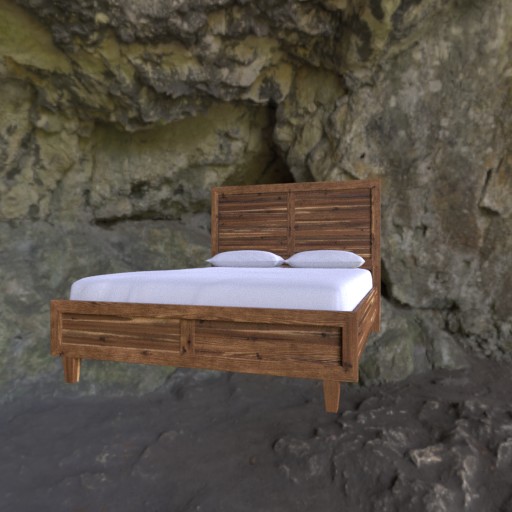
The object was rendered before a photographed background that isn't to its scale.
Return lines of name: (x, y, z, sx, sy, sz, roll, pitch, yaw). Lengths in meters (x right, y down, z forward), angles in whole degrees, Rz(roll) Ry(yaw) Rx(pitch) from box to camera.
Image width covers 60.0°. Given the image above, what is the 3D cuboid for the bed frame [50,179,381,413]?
bed frame: (0.000, 0.000, 3.314, 1.696, 1.417, 2.276, 0, 0, 18)
